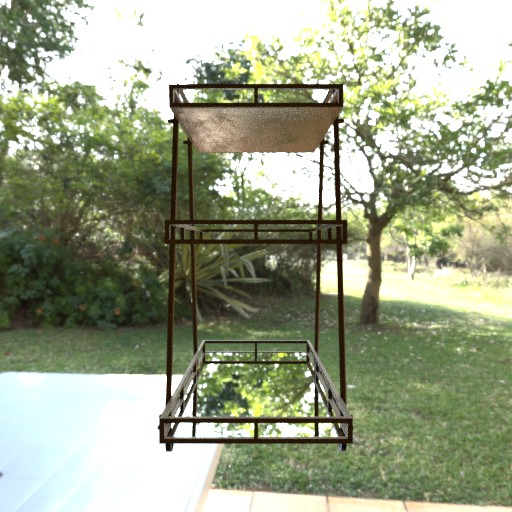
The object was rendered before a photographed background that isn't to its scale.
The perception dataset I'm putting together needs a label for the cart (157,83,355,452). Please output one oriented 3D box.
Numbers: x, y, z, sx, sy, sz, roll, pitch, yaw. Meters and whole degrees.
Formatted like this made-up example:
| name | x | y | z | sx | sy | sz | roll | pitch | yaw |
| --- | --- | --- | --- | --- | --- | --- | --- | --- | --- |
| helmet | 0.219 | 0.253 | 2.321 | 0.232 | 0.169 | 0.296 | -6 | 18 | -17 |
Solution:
| name | x | y | z | sx | sy | sz | roll | pitch | yaw |
| --- | --- | --- | --- | --- | --- | --- | --- | --- | --- |
| cart | 0.000 | 0.000 | 1.217 | 0.441 | 0.883 | 0.711 | 0 | 2 | 0 |
